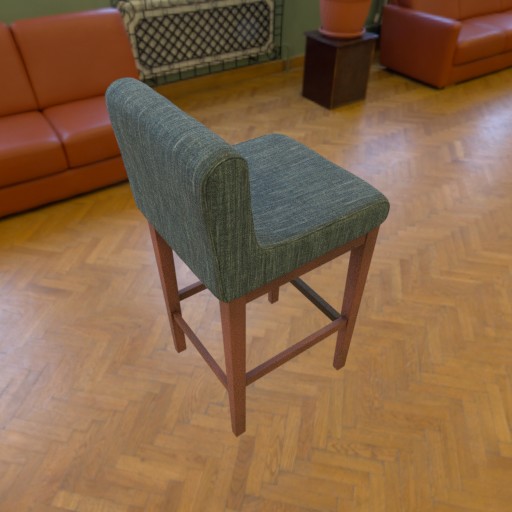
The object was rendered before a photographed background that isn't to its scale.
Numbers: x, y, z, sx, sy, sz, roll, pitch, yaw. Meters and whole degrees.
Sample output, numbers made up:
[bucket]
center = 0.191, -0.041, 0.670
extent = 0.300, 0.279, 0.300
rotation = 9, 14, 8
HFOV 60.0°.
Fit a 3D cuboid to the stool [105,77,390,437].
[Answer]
[stool]
center = 0.000, 0.000, 1.087
extent = 0.459, 0.835, 0.395
rotation = -25, 47, -26
